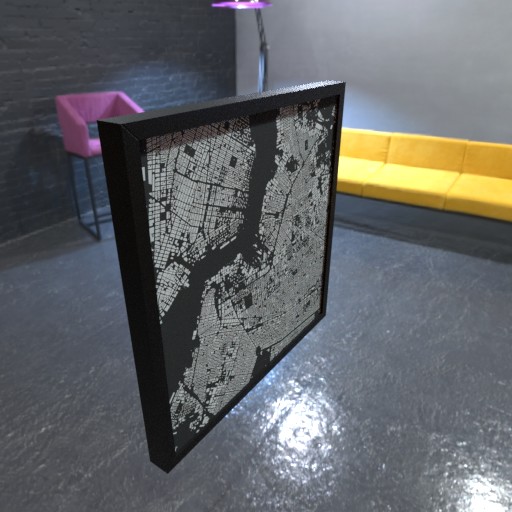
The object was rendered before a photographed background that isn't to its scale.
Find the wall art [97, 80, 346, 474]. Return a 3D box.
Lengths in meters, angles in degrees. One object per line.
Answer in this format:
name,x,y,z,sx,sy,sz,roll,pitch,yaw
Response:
wall art,0.000,0.000,0.738,0.038,0.506,0.506,18,32,31
